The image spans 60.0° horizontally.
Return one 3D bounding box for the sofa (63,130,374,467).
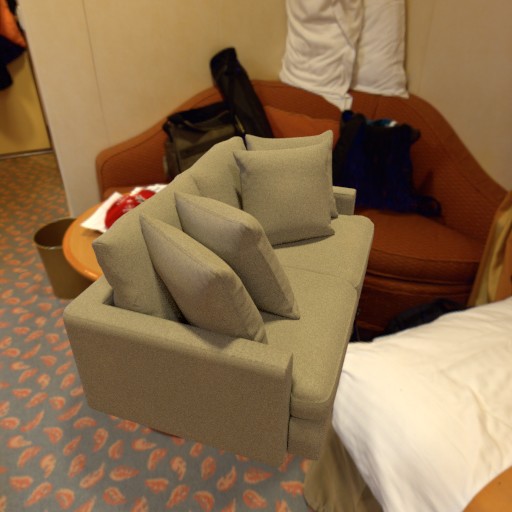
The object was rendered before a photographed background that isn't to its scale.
[{"bbox_3d":[0.000,0.000,2.597,1.228,1.080,1.869,10,33,16],"label":"sofa"}]
